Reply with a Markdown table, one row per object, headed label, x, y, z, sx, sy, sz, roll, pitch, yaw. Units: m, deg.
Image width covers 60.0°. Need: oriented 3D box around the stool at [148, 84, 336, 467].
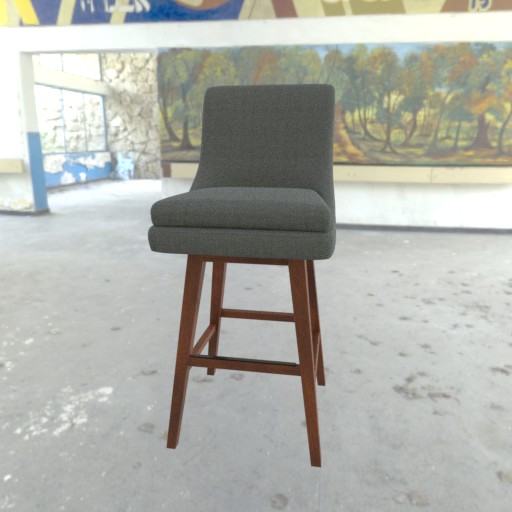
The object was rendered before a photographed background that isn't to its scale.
| label | x | y | z | sx | sy | sz | roll | pitch | yaw |
| --- | --- | --- | --- | --- | --- | --- | --- | --- | --- |
| stool | 0.000 | 0.000 | 1.277 | 0.447 | 0.977 | 0.524 | 3 | 15 | 10 |
